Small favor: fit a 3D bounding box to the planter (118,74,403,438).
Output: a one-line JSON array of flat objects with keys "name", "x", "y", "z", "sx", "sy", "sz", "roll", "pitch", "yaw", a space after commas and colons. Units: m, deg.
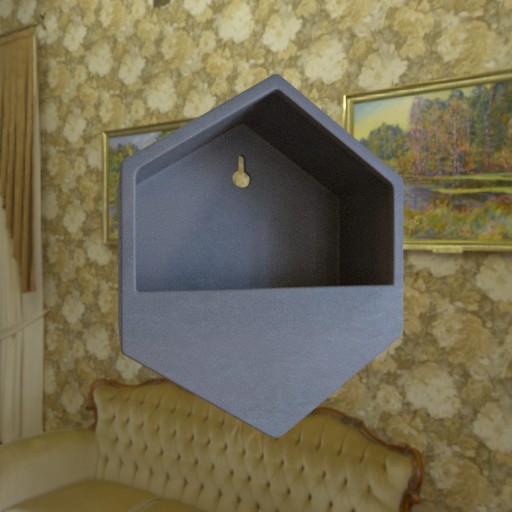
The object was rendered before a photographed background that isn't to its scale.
[{"name": "planter", "x": 0.000, "y": 0.000, "z": 0.286, "sx": 0.169, "sy": 0.206, "sz": 0.077, "roll": 0, "pitch": 0, "yaw": -18}]
